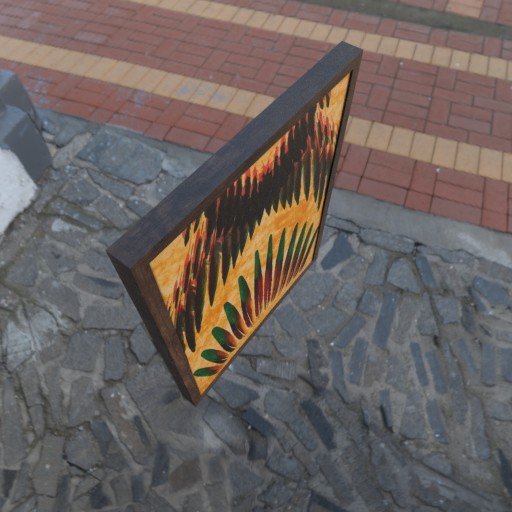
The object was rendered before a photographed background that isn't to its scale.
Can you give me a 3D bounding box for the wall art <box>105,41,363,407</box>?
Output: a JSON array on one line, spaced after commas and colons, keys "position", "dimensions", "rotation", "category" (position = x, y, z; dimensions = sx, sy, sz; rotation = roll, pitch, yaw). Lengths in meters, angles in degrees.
[{"position": [0.000, 0.000, 0.562], "dimensions": [0.027, 0.406, 0.329], "rotation": [33, 64, 19], "category": "wall art"}]
